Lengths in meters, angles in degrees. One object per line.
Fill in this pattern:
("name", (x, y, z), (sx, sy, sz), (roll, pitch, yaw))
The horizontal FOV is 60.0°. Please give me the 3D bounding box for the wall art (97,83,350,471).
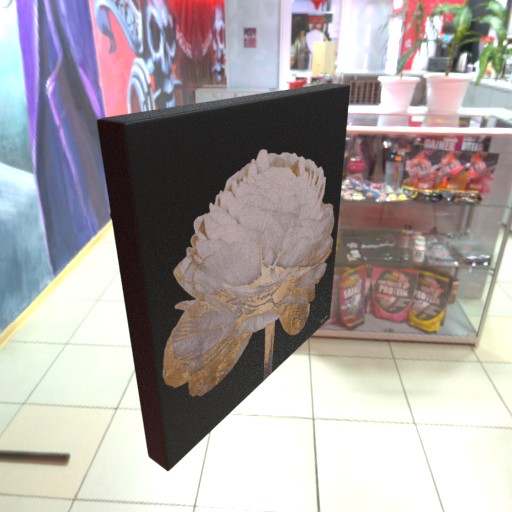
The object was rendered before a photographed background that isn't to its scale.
("wall art", (0.000, 0.000, 0.596), (0.041, 0.407, 0.406), (18, 32, 32))
